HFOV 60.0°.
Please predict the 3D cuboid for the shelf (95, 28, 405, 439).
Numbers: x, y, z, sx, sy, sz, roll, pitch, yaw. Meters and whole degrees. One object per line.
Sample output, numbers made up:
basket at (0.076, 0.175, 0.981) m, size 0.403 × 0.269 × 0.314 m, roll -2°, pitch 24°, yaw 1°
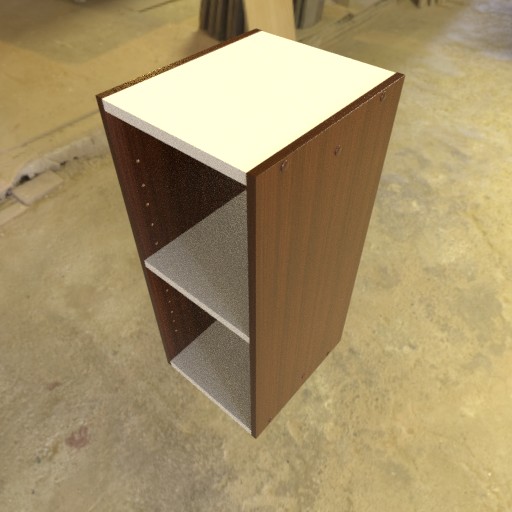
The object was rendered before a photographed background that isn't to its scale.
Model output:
shelf at (0.000, 0.000, 0.756) m, size 0.253 × 0.600 × 0.290 m, roll 32°, pitch 54°, yaw 27°
